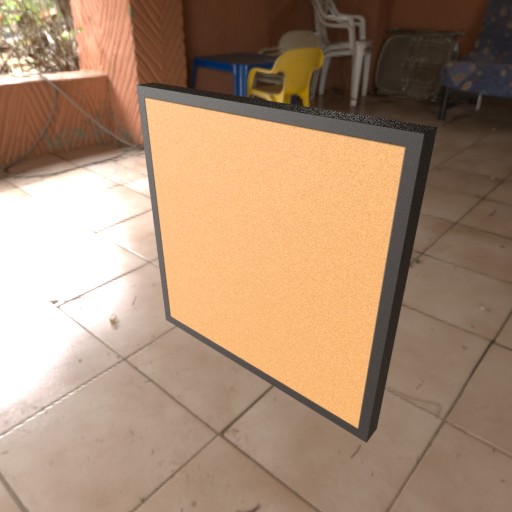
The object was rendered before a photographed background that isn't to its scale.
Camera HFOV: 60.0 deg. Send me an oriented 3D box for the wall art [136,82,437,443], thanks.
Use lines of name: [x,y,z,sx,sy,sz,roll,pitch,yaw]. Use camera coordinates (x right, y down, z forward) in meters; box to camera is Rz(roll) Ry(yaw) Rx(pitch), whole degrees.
wall art: [0.000,0.000,0.757,0.506,0.506,0.037,23,37,34]
